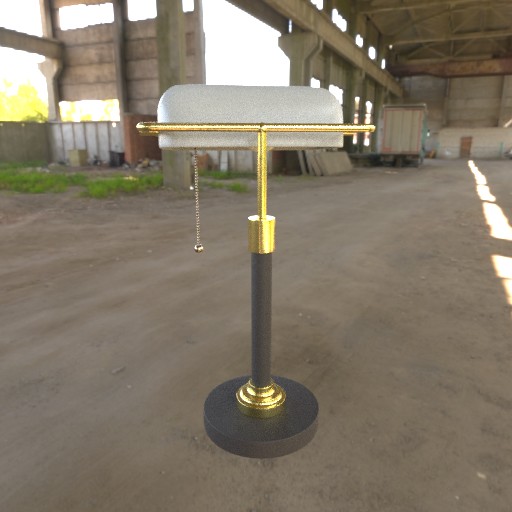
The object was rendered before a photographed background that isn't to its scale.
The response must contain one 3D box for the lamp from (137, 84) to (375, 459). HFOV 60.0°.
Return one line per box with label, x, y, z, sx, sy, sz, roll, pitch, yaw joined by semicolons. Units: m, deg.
lamp;0.000;0.000;0.547;0.269;0.404;0.227;-2;15;-9
